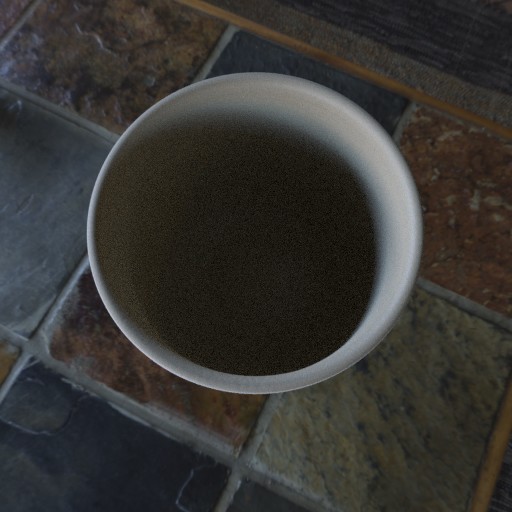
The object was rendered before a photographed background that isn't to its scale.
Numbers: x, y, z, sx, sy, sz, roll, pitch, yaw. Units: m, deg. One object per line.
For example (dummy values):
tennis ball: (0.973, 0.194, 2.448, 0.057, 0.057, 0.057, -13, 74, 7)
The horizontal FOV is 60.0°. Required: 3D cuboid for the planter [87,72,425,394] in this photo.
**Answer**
planter: (0.000, 0.000, 0.363, 0.208, 0.190, 0.208, 0, 75, 0)
